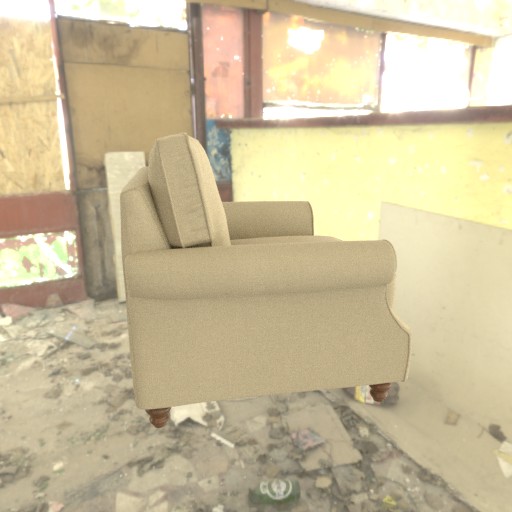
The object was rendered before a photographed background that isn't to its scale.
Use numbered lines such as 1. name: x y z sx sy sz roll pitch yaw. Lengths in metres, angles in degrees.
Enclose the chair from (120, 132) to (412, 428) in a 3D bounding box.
1. chair: 0.000 0.000 1.801 0.966 0.967 1.029 -3 16 -10
